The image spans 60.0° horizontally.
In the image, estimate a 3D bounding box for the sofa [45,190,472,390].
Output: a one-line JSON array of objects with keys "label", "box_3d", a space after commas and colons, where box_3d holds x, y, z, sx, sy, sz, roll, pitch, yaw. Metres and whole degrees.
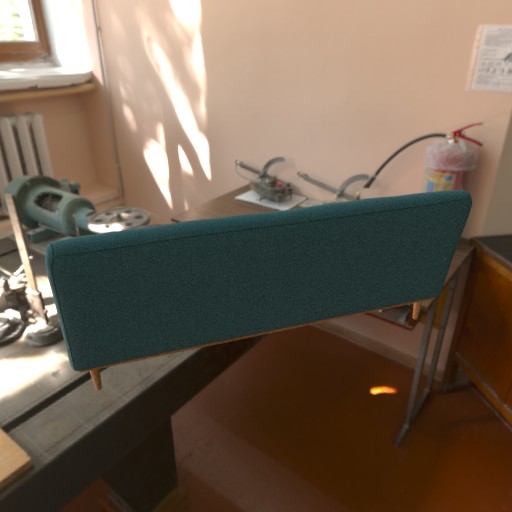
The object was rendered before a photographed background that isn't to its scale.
[{"label": "sofa", "box_3d": [0.000, 0.000, 2.517, 2.057, 0.871, 0.978, -9, 28, -17]}]
